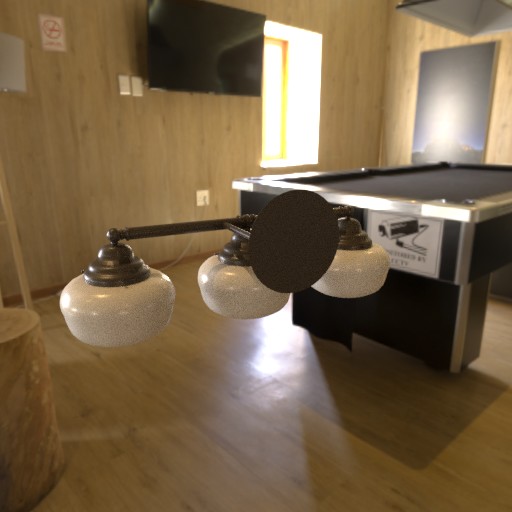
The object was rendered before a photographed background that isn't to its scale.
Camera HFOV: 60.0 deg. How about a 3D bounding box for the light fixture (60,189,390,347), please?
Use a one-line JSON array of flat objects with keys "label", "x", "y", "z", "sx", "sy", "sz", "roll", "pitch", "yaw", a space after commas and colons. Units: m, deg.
[{"label": "light fixture", "x": 0.000, "y": 0.000, "z": 0.713, "sx": 0.587, "sy": 0.242, "sz": 0.239, "roll": -8, "pitch": 18, "yaw": -26}]
